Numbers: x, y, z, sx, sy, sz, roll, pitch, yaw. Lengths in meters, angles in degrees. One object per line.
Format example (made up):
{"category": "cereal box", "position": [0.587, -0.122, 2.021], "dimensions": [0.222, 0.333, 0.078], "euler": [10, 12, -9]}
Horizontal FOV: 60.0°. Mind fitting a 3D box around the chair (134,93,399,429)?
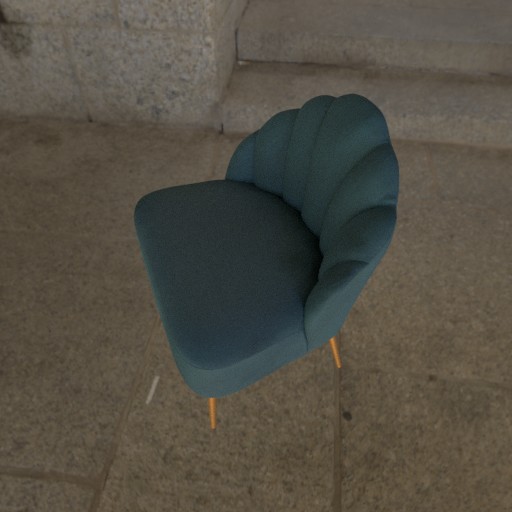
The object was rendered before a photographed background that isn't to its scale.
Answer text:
{"category": "chair", "position": [0.000, 0.000, 1.253], "dimensions": [0.599, 0.819, 0.657], "euler": [-16, 48, -15]}
